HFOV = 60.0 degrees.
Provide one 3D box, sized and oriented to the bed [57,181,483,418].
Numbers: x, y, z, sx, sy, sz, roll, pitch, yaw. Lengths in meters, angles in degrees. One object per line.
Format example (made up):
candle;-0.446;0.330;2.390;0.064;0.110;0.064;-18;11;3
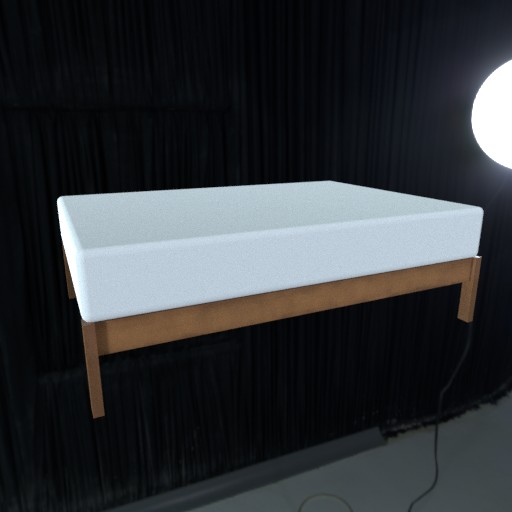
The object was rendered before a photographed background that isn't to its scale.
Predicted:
bed;0.000;0.000;2.477;1.927;0.616;1.348;-7;18;-25
